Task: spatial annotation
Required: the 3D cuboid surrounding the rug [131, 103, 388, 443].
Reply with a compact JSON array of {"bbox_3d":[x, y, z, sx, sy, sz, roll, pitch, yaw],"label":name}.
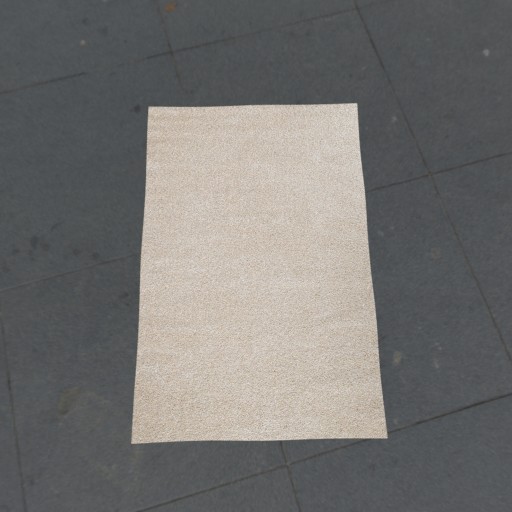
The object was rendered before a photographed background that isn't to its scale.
[{"bbox_3d":[0.000,0.000,3.478,1.800,0.025,2.699,-1,75,0],"label":"rug"}]
